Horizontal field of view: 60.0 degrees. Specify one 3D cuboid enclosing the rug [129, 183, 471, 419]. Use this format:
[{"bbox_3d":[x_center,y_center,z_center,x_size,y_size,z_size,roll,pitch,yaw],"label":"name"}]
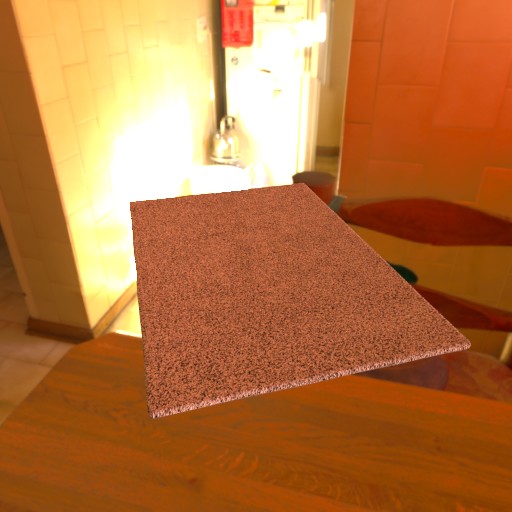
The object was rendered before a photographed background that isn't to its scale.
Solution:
[{"bbox_3d":[0.000,0.000,2.293,1.219,0.030,1.778,-8,31,-14],"label":"rug"}]
